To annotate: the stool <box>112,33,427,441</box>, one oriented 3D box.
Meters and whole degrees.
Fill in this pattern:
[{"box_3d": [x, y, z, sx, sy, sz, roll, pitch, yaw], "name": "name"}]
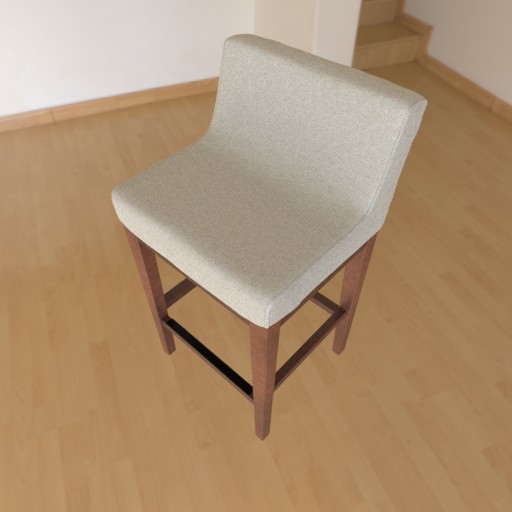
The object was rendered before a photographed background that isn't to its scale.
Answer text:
[{"box_3d": [0.000, 0.000, 1.204, 0.511, 0.937, 0.500, 34, 55, 28], "name": "stool"}]
